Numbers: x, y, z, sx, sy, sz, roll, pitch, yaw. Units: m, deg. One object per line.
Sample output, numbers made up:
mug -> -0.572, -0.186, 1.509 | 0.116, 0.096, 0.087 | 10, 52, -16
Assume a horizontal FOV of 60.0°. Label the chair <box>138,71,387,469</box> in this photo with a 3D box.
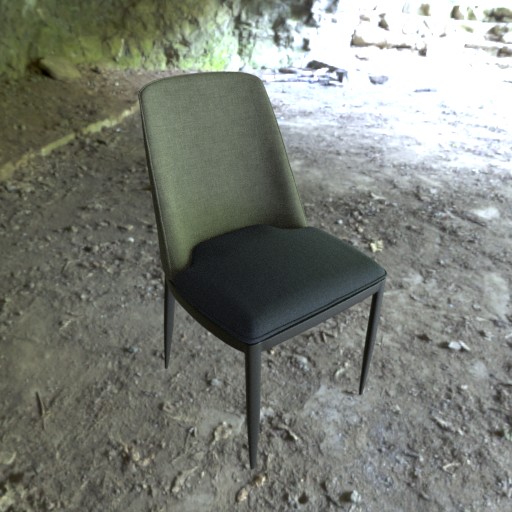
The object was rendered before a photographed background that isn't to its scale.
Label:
chair -> 0.000, 0.000, 1.180 | 0.488, 0.855, 0.550 | -21, 36, -31
